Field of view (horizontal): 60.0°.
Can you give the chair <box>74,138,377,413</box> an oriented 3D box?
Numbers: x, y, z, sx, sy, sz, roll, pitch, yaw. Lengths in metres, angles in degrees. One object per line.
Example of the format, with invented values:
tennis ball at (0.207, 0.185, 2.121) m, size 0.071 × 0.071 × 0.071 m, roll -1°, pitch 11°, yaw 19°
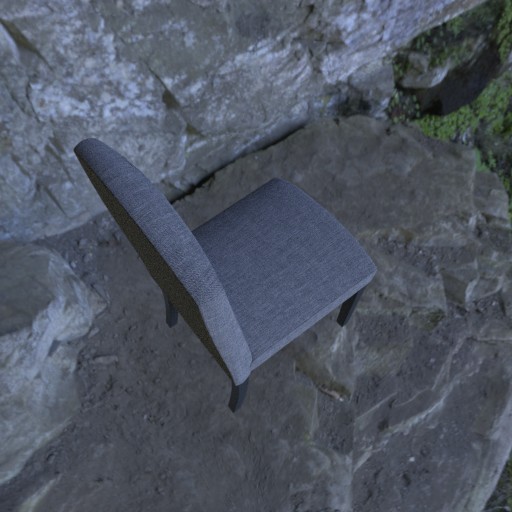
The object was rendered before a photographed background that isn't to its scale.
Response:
chair at (0.000, 0.000, 1.226) m, size 0.580 × 0.917 × 0.451 m, roll -34°, pitch 64°, yaw -19°
